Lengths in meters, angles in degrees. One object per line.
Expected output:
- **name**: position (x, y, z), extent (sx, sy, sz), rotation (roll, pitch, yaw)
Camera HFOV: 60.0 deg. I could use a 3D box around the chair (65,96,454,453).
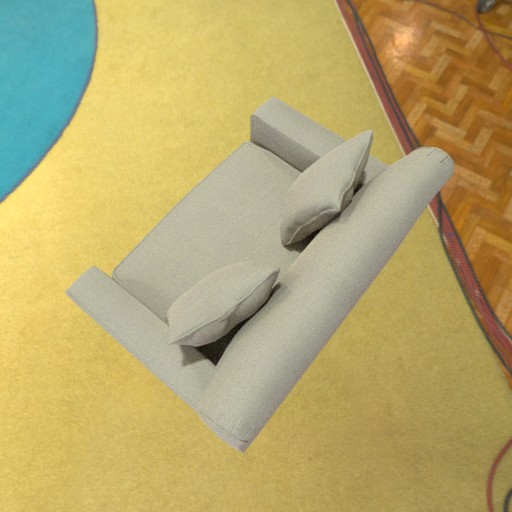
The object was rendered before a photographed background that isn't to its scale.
- **chair**: position (0.000, 0.000, 2.053), extent (1.000, 0.948, 1.383), rotation (36, 70, 16)
